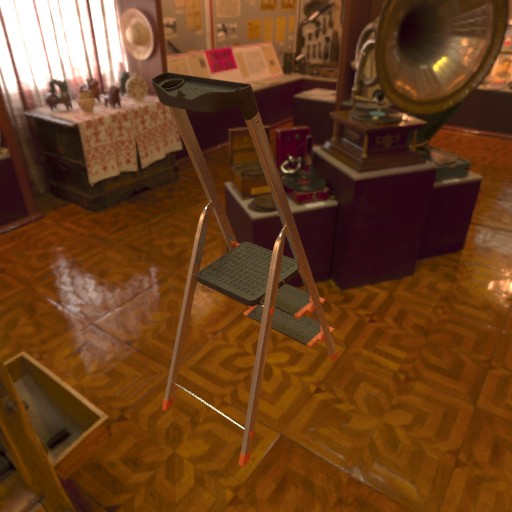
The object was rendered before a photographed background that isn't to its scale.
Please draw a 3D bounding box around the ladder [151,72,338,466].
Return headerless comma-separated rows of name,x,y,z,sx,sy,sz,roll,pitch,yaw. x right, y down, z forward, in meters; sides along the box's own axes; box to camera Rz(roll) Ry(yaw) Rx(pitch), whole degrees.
ladder,0.000,0.000,1.556,0.416,1.229,0.686,22,37,31
